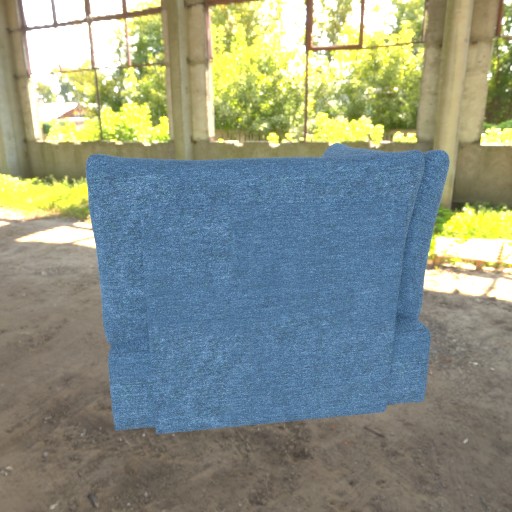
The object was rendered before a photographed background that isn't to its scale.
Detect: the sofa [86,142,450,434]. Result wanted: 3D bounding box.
[{"bbox_3d":[0.000,0.000,1.692,1.000,0.820,1.000,-2,16,-8],"label":"sofa"}]
